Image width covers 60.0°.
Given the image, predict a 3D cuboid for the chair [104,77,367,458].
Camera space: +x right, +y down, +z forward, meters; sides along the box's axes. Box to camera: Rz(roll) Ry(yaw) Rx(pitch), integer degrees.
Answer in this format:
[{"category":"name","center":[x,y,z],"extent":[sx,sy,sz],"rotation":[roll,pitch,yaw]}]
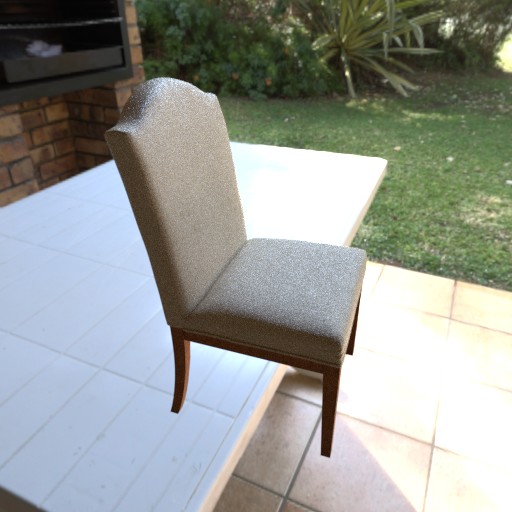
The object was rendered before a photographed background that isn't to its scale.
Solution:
[{"category":"chair","center":[0.000,0.000,1.380],"extent":[0.648,1.012,0.534],"rotation":[10,31,16]}]
